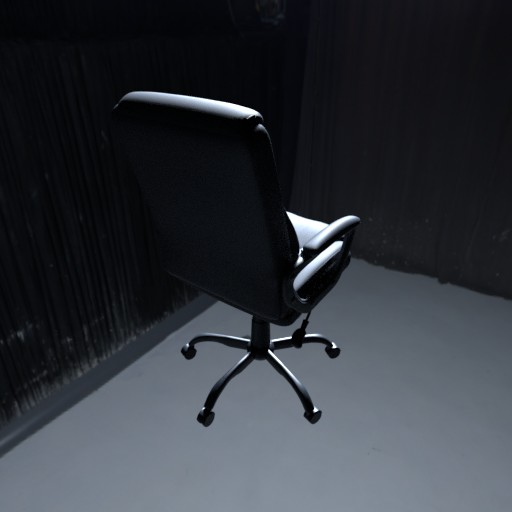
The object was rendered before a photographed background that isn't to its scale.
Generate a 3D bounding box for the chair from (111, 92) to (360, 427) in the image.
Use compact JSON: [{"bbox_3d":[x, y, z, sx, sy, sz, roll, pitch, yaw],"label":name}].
[{"bbox_3d":[0.000,0.000,1.465,0.615,1.072,0.655,21,35,32],"label":"chair"}]
